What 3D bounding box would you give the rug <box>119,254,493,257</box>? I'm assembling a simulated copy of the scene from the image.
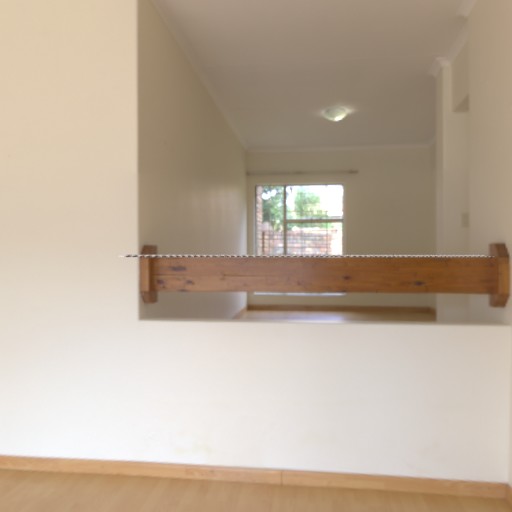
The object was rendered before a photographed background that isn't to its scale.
[{"bbox_3d":[0.000,0.000,3.850,2.256,0.013,2.910,0,0,-18],"label":"rug"}]
